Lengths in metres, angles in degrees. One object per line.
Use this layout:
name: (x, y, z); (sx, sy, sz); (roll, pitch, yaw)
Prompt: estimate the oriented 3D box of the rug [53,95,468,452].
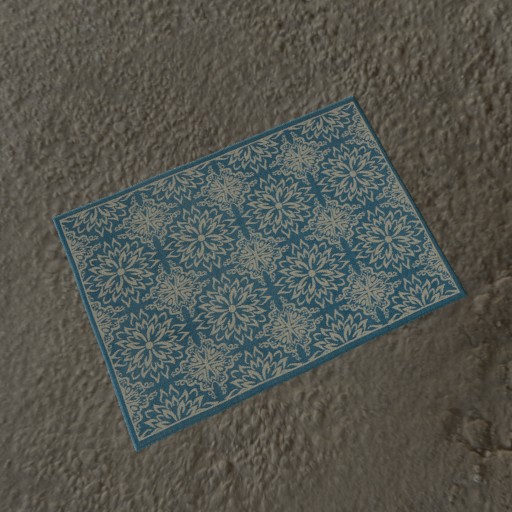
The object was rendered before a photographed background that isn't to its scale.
rug: (0.000, 0.000, 2.822); (2.205, 0.012, 1.554); (-24, 77, -6)
